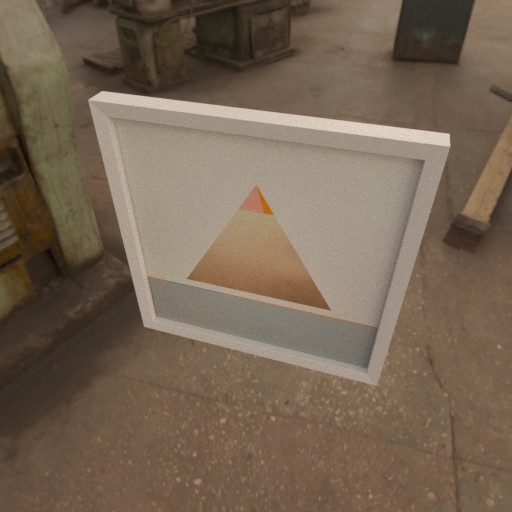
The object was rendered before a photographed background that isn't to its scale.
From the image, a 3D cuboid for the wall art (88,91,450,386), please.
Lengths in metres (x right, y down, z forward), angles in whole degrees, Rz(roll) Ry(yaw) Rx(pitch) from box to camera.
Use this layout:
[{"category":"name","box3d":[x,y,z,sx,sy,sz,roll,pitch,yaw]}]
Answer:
[{"category":"wall art","box3d":[0.000,0.000,1.970,1.289,1.291,0.098,11,42,13]}]
